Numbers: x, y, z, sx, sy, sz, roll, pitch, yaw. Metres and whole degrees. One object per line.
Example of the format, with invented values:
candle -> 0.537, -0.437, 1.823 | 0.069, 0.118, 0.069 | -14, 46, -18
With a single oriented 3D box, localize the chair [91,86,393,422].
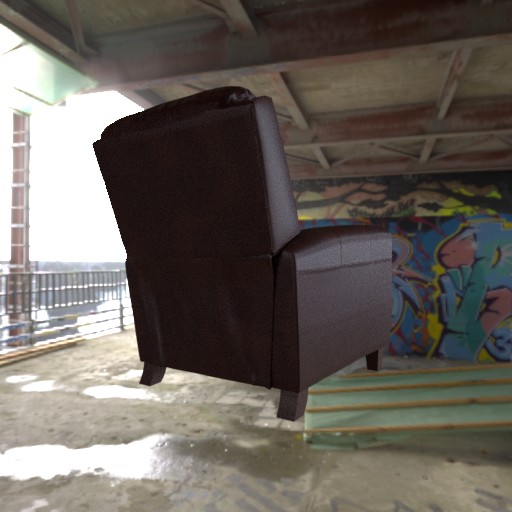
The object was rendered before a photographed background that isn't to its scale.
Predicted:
chair -> 0.000, 0.000, 1.819 | 0.826, 1.022, 1.089 | 0, -1, 36
